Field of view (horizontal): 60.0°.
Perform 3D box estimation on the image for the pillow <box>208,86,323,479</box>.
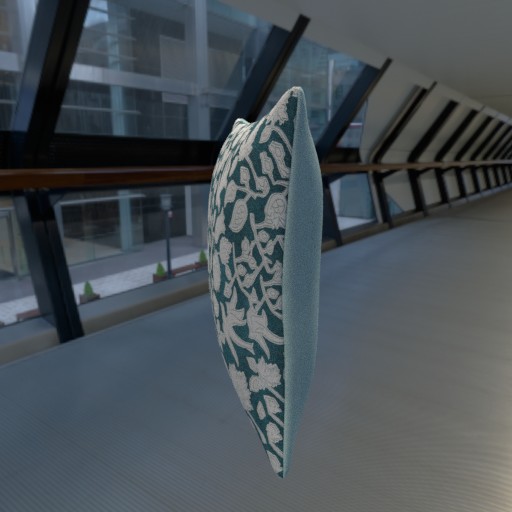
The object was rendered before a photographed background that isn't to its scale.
[{"bbox_3d":[0.000,0.000,0.796,0.166,0.508,0.525,-2,14,-9],"label":"pillow"}]
